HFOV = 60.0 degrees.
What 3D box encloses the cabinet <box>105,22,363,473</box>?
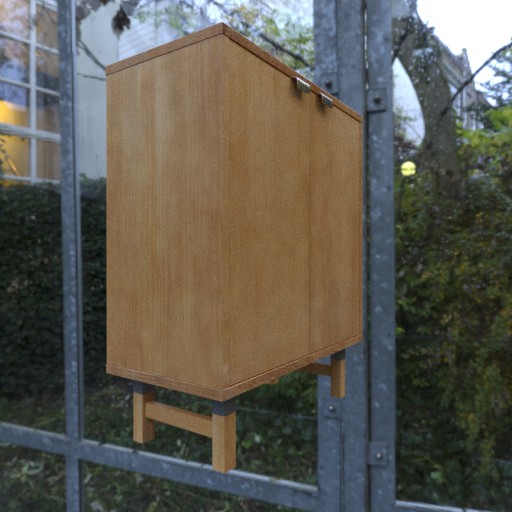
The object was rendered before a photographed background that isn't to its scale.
[{"bbox_3d":[0.000,0.000,1.381,0.419,1.001,0.800,0,1,35],"label":"cabinet"}]
